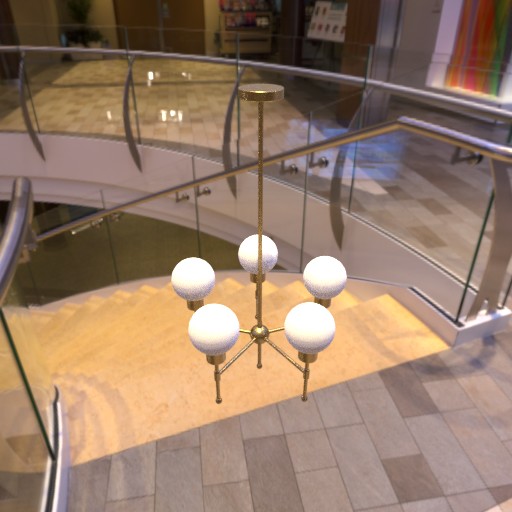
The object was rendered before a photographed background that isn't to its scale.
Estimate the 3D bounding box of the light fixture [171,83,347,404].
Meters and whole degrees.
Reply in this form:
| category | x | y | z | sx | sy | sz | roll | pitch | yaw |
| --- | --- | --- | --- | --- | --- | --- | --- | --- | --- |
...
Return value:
| category | x | y | z | sx | sy | sz | roll | pitch | yaw |
| --- | --- | --- | --- | --- | --- | --- | --- | --- | --- |
| light fixture | 0.000 | 0.000 | 1.860 | 0.815 | 1.331 | 0.785 | 19 | 36 | 29 |
